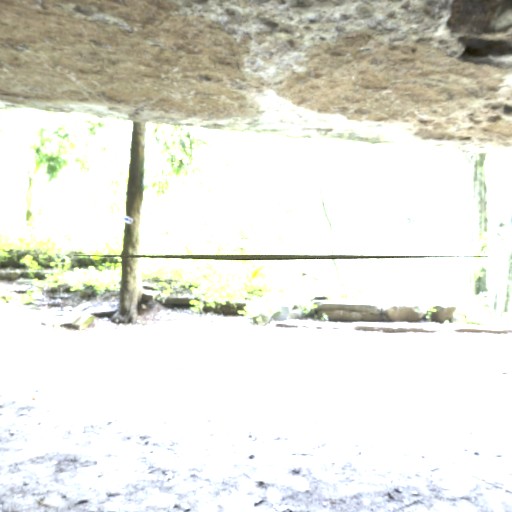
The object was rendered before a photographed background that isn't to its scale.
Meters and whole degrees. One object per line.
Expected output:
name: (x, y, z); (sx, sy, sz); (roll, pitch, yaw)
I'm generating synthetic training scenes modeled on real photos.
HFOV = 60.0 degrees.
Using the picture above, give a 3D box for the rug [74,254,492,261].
rug: (0.000, 0.000, 4.055); (2.444, 0.012, 3.048); (0, 1, -36)
